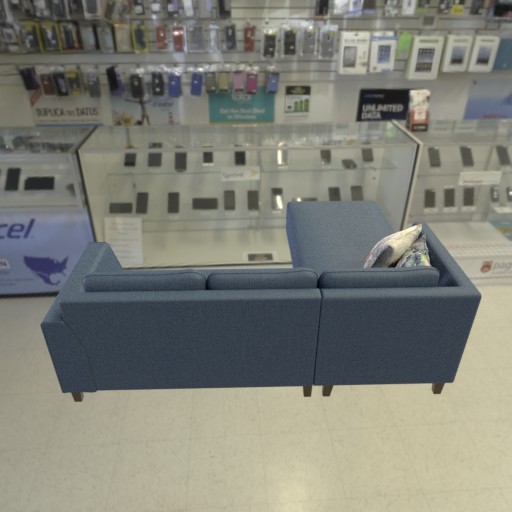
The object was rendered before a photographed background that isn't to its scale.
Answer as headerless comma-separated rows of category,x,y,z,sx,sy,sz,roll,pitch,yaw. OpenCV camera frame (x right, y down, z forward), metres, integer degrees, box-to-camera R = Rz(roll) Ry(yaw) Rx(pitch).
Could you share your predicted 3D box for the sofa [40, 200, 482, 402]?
sofa,0.000,0.000,3.024,2.120,0.787,1.829,-1,31,-1
